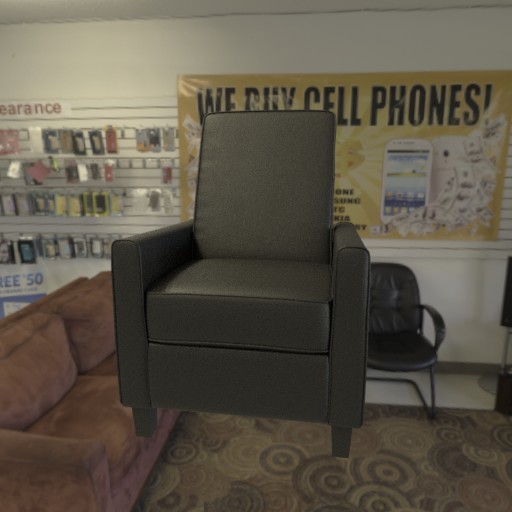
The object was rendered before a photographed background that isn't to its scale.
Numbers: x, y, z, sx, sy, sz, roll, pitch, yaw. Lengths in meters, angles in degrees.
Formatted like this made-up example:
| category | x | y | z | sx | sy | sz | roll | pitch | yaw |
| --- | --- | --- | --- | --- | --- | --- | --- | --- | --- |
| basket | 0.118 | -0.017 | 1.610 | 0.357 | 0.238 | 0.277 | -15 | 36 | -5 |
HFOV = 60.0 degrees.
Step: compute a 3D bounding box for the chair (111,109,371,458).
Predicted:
| category | x | y | z | sx | sy | sz | roll | pitch | yaw |
| --- | --- | --- | --- | --- | --- | --- | --- | --- | --- |
| chair | 0.000 | 0.000 | 1.512 | 0.705 | 1.013 | 0.746 | 2 | 13 | 9 |
